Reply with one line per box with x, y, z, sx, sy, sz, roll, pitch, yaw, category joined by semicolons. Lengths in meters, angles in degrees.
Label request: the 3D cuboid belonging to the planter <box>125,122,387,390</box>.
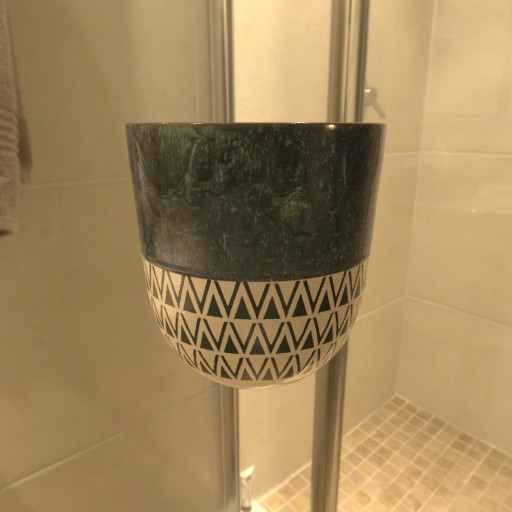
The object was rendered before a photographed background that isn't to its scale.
0.000;0.000;0.372;0.195;0.214;0.195;0;17;0;planter
